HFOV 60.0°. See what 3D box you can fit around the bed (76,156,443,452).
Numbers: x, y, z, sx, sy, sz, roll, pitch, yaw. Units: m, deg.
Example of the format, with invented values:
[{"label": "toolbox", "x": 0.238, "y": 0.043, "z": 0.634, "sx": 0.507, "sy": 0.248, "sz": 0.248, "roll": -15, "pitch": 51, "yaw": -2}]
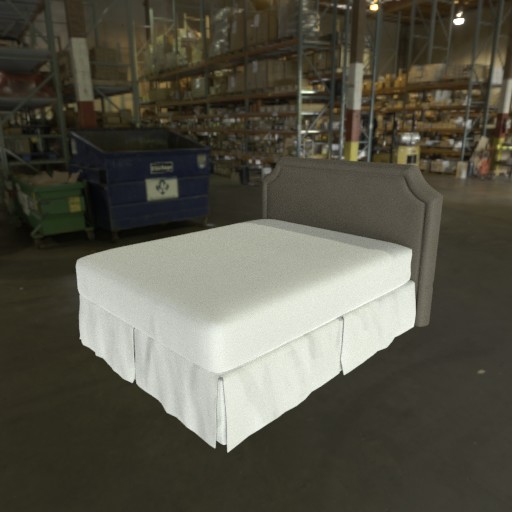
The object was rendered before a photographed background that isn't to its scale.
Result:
[{"label": "bed", "x": 0.000, "y": 0.000, "z": 3.315, "sx": 2.181, "sy": 1.297, "sz": 1.831, "roll": -16, "pitch": 23, "yaw": -42}]
